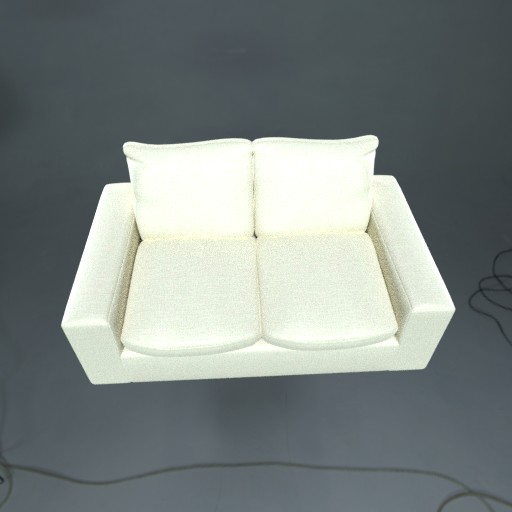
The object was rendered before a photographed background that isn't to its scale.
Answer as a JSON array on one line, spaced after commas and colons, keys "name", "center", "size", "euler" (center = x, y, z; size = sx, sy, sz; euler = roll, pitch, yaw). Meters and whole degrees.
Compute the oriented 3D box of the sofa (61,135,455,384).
[{"name": "sofa", "center": [0.000, 0.000, 2.353], "size": [1.754, 0.875, 1.091], "euler": [-2, 45, -2]}]
